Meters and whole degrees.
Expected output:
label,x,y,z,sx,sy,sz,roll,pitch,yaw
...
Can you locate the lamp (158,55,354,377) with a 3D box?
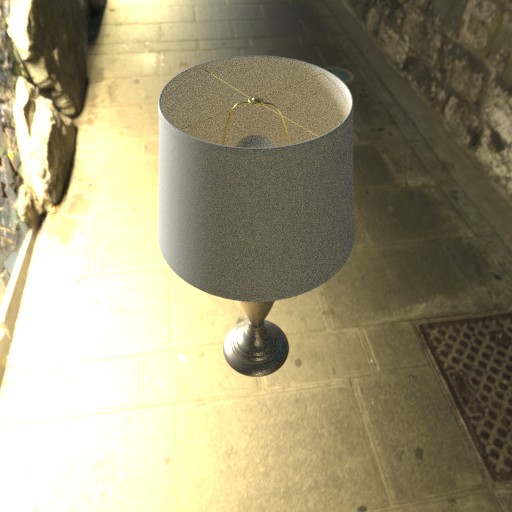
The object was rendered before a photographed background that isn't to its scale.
label,x,y,z,sx,sy,sz,roll,pitch,yaw
lamp,0.000,0.000,0.803,0.328,0.612,0.328,0,46,0
